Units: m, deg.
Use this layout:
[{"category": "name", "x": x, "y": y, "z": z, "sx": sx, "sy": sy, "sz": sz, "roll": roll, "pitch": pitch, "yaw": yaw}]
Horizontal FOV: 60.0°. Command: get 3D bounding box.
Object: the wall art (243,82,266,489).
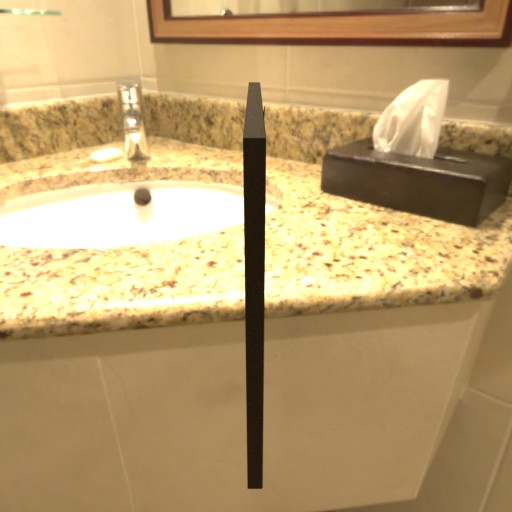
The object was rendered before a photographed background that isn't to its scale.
[{"category": "wall art", "x": 0.000, "y": 0.000, "z": 1.206, "sx": 0.043, "sy": 0.807, "sz": 0.805, "roll": 0, "pitch": 27, "yaw": 0}]
